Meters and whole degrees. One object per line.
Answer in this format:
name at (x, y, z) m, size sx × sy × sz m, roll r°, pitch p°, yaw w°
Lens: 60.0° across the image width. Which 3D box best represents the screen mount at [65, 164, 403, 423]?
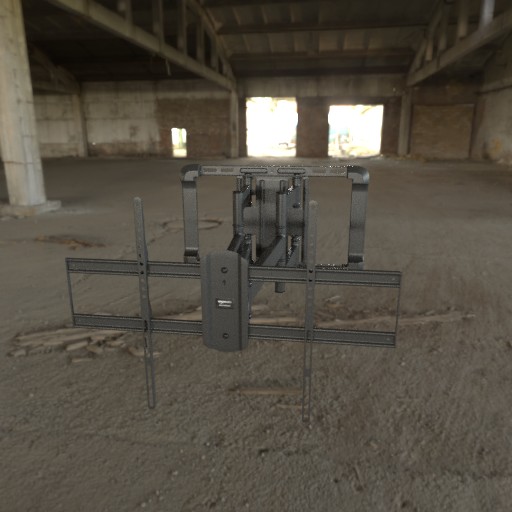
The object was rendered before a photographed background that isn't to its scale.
screen mount at (0.000, 0.000, 1.336) m, size 0.725 × 0.483 × 0.905 m, roll 2°, pitch 15°, yaw 8°
